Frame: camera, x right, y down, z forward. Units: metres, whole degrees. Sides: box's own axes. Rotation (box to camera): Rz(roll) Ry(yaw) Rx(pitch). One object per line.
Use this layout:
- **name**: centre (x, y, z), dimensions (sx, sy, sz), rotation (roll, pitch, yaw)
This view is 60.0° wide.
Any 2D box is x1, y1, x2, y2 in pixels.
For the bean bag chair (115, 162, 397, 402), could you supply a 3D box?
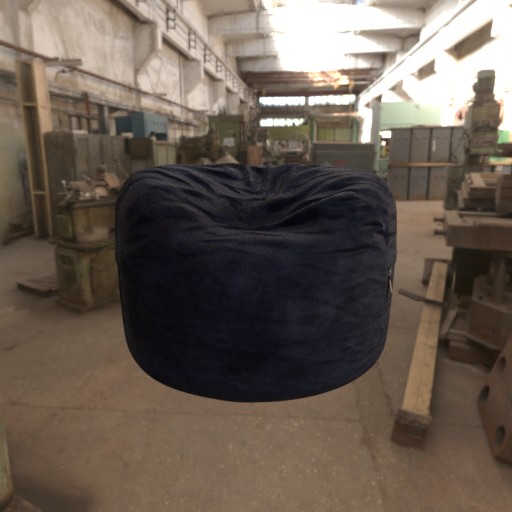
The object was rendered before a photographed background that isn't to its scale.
- **bean bag chair**: centre (0.000, 0.000, 1.523), dimensions (0.918, 0.616, 0.918), rotation (0, 14, 0)
